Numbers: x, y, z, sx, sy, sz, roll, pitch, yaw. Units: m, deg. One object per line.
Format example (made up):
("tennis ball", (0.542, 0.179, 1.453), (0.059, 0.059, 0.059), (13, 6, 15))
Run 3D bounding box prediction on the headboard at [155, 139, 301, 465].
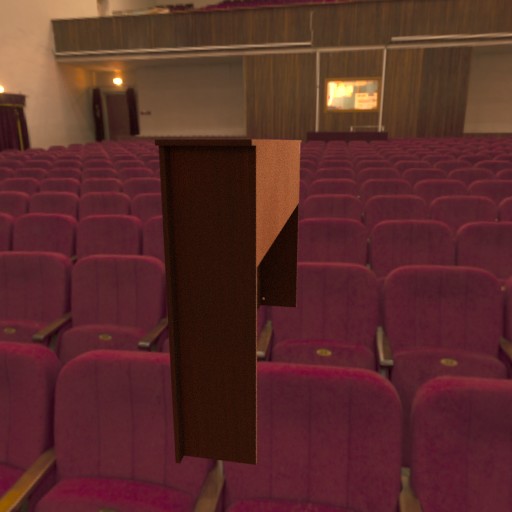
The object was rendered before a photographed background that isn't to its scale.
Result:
("headboard", (0.000, 0.000, 2.156), (0.279, 1.092, 1.671), (3, 15, 10))
